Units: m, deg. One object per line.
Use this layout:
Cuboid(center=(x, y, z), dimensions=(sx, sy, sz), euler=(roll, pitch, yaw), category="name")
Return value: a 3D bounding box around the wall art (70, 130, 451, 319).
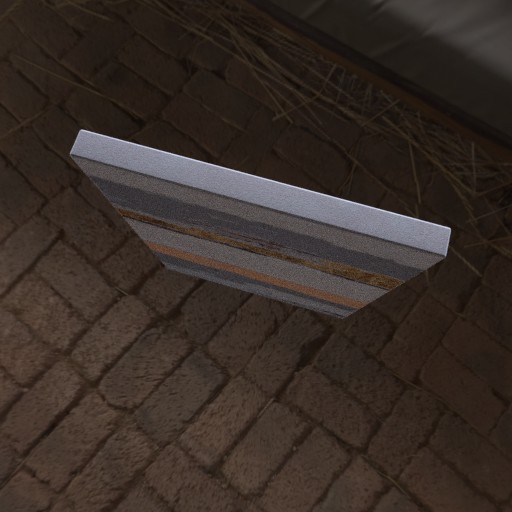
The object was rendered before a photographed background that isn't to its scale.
Cuboid(center=(0.000, 0.000, 0.813), dimensions=(0.456, 0.609, 0.038), euler=(16, 76, 4), category="wall art")
